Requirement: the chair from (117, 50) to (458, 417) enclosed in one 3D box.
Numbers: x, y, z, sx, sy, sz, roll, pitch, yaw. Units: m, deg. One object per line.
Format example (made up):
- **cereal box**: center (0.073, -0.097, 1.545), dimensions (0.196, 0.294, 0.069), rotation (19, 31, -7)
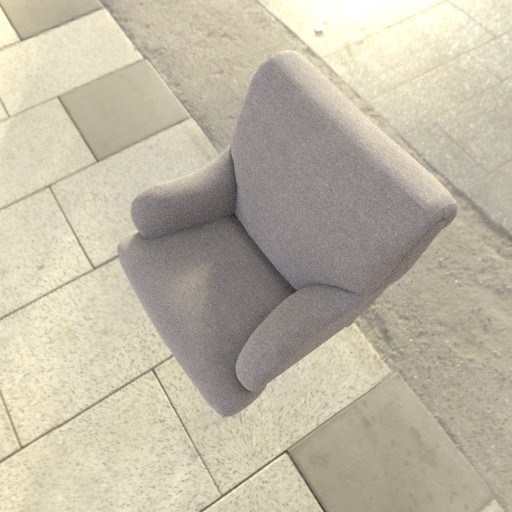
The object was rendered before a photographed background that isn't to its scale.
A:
- **chair**: center (0.000, 0.000, 1.560), dimensions (0.843, 0.942, 0.766), rotation (-32, 68, -15)
